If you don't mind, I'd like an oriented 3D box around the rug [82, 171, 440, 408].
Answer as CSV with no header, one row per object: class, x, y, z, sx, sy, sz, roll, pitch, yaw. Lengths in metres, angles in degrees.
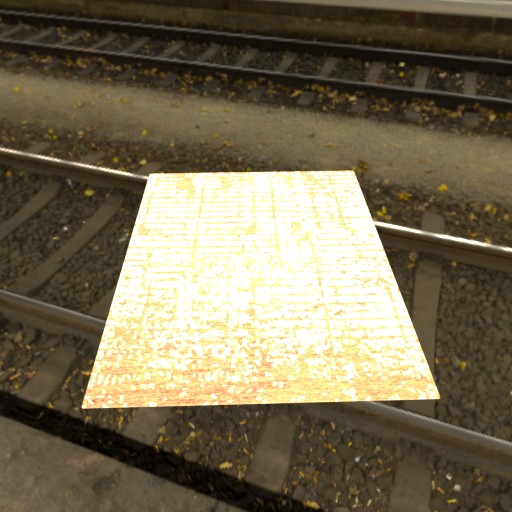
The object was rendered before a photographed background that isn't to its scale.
rug,0.000,0.000,4.158,2.441,0.011,3.050,-1,41,-1
